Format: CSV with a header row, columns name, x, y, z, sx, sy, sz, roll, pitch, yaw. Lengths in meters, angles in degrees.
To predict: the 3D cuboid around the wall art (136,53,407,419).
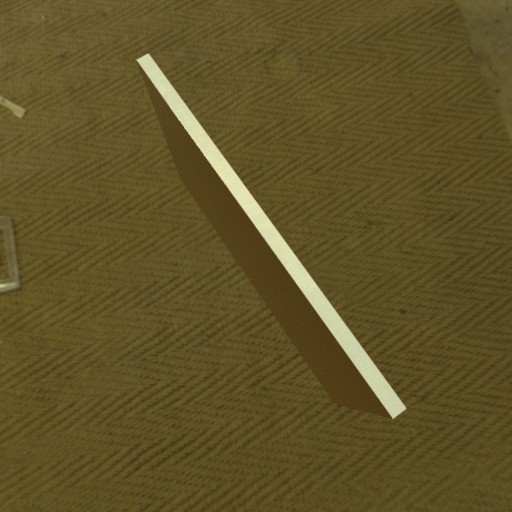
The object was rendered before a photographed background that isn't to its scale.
name,x,y,z,sx,sy,sz,roll,pitch,yaw
wall art,0.000,0.000,1.483,0.041,0.762,1.145,-33,77,-9
